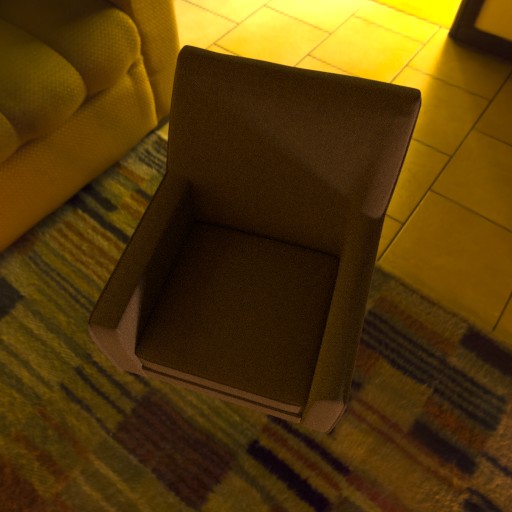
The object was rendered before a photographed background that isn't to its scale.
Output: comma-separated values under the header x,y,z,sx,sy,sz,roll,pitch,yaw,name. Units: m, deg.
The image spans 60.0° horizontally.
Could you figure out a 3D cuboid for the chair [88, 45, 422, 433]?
x,y,z,sx,sy,sz,roll,pitch,yaw,name
0.000,0.000,1.529,0.780,0.919,0.899,15,60,9,chair
